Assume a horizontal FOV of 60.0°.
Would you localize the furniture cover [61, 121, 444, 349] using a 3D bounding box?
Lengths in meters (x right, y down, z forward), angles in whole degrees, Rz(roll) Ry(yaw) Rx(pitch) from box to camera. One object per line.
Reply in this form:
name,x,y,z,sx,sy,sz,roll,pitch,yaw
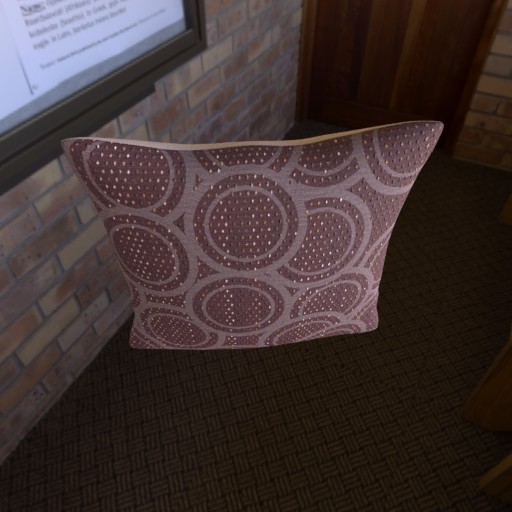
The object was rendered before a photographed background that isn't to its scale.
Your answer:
furniture cover,0.000,0.000,0.810,0.552,0.509,0.193,-4,45,-4
